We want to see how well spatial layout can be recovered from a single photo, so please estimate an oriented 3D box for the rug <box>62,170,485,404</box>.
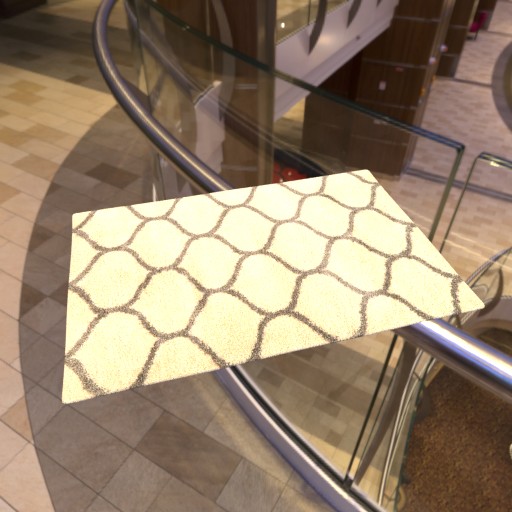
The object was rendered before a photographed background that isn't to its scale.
[{"bbox_3d":[0.000,0.000,3.341,2.701,0.026,1.801,-10,43,-11],"label":"rug"}]
